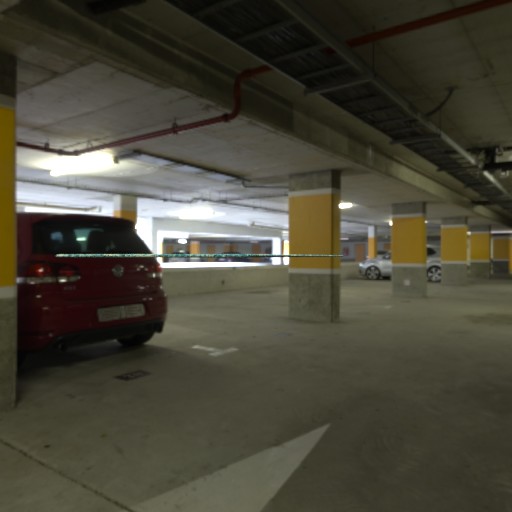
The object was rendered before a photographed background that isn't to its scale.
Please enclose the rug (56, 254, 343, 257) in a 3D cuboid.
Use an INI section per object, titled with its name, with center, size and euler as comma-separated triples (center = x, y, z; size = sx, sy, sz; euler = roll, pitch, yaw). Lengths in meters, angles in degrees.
[rug]
center = 0.000, 0.000, 2.655
size = 0.750, 0.011, 2.435
euler = 0, 0, 18
